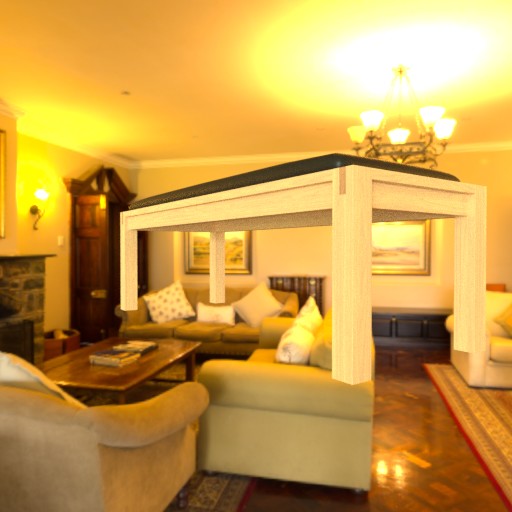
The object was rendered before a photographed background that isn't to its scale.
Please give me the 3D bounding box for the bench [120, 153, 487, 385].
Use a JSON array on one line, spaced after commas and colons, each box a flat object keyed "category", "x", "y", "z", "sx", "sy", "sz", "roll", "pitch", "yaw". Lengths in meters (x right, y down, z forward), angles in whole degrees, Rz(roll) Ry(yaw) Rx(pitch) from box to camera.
[{"category": "bench", "x": 0.000, "y": 0.000, "z": 1.383, "sx": 0.450, "sy": 0.430, "sz": 1.202, "roll": -1, "pitch": 1, "yaw": -36}]
